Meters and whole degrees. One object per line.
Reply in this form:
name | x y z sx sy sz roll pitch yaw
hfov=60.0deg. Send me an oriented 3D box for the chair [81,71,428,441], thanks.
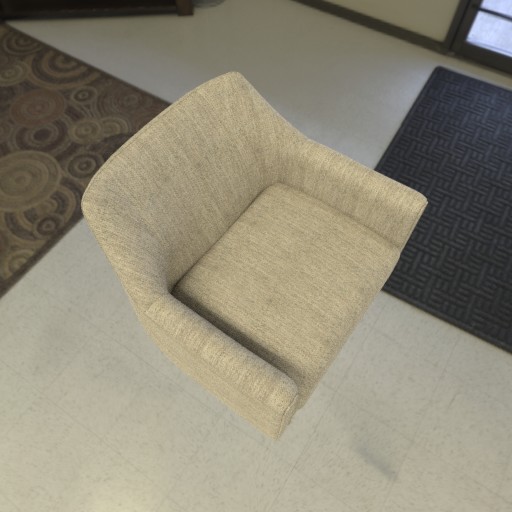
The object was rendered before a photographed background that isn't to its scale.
chair | 0.000 0.000 1.440 0.758 0.761 0.796 32 65 17
